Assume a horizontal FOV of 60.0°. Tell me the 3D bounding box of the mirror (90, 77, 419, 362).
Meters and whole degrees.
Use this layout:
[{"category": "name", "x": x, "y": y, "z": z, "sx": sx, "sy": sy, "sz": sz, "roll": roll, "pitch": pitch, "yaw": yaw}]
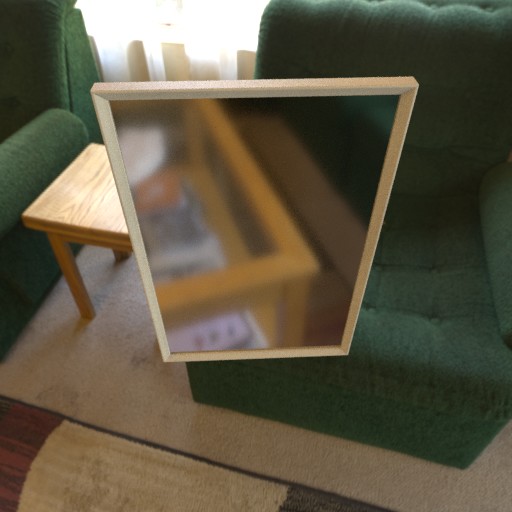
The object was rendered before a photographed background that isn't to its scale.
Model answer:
[{"category": "mirror", "x": 0.000, "y": 0.000, "z": 1.156, "sx": 0.609, "sy": 0.915, "sz": 0.041, "roll": -2, "pitch": 45, "yaw": -2}]
